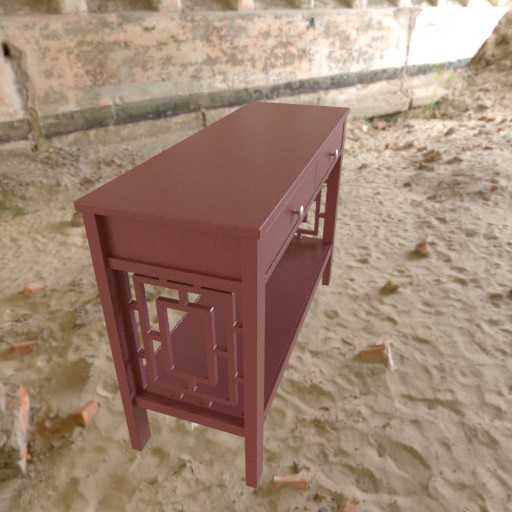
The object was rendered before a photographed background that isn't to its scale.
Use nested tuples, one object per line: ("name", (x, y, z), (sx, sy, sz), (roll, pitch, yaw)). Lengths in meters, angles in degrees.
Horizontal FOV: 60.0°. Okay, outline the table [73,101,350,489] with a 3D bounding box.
("table", (0.000, 0.000, 1.440), (0.397, 0.753, 1.068), (10, 31, 16))
